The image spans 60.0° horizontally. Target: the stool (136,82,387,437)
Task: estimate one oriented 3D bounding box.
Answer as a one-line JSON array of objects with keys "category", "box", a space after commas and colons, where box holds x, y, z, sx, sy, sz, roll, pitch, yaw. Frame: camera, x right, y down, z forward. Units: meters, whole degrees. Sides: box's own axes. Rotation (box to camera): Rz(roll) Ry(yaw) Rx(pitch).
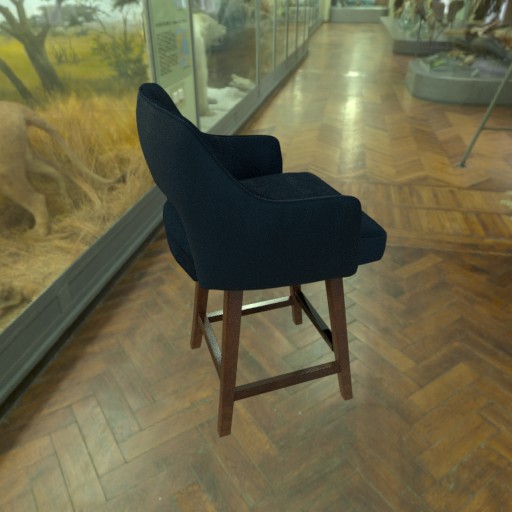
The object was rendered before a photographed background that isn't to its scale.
[{"category": "stool", "box": [0.000, 0.000, 1.283, 0.560, 0.940, 0.550, -10, 33, -16]}]
